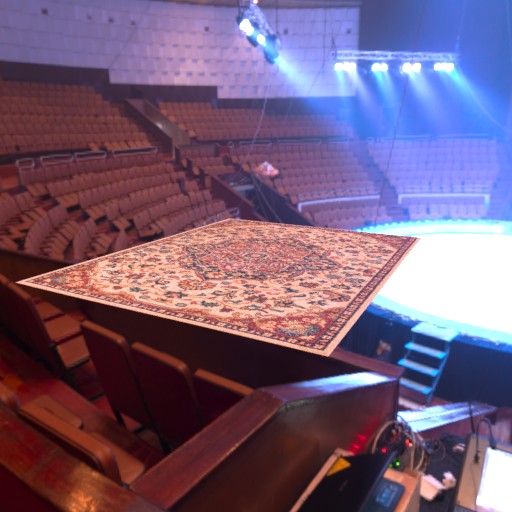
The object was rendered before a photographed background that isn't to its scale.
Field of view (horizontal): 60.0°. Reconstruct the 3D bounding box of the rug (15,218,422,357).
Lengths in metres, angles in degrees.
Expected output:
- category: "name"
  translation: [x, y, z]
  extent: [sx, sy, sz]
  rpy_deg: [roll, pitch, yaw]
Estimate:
- category: "rug"
  translation: [0.000, 0.000, 4.063]
  extent: [2.454, 0.005, 3.067]
  rpy_deg: [8, 17, 27]
